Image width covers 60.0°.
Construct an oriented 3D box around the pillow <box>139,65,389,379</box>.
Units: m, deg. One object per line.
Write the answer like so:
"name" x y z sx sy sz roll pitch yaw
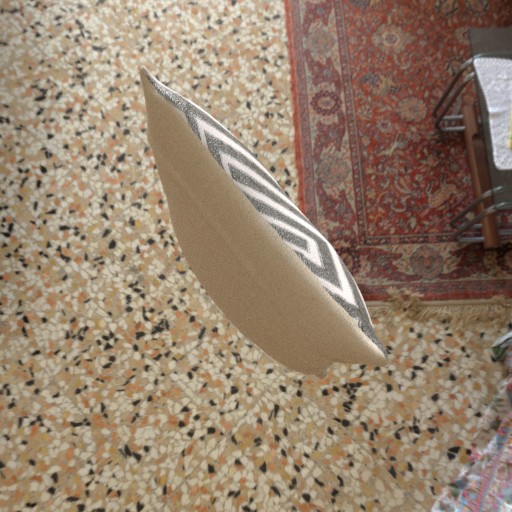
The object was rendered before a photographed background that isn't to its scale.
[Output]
"pillow" 0.000 0.000 0.675 0.182 0.441 0.440 -37 78 -9
